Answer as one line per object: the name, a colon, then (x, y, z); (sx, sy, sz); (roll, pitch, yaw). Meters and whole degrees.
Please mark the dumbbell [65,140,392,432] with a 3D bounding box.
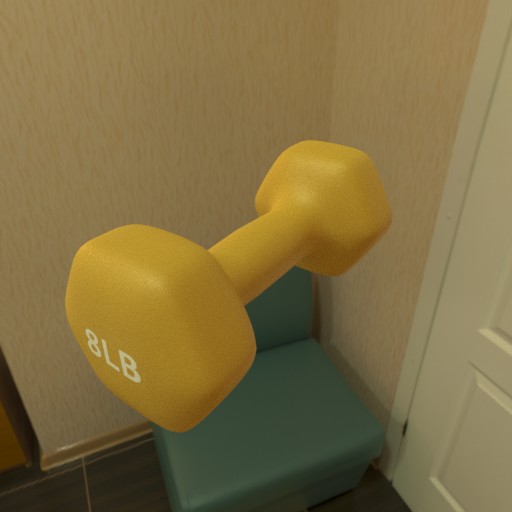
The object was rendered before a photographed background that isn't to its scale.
dumbbell: (0.000, 0.000, 0.237); (0.090, 0.082, 0.190); (21, 37, 31)
